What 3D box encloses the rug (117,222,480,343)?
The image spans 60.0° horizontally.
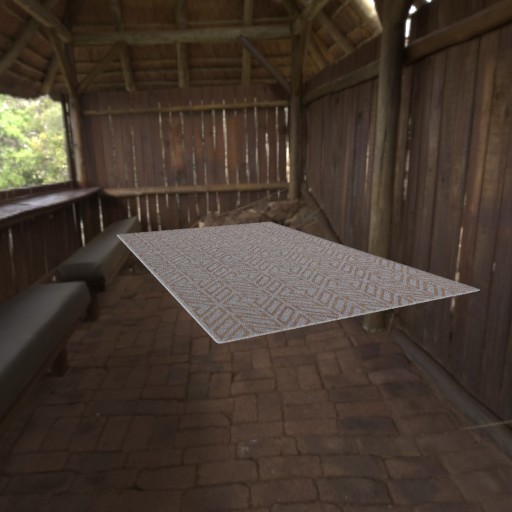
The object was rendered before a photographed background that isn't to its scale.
[{"bbox_3d":[0.000,0.000,3.134,1.523,0.008,2.438,-7,16,-25],"label":"rug"}]
